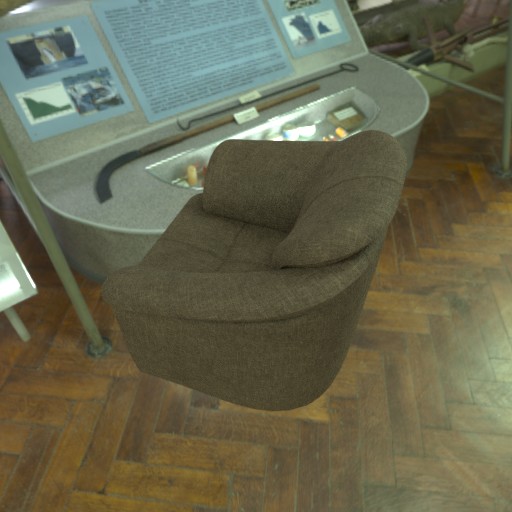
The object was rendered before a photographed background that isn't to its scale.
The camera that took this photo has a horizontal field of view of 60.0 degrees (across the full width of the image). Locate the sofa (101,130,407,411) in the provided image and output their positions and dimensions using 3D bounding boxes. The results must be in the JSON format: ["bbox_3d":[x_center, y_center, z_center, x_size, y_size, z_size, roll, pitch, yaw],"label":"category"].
[{"bbox_3d":[0.000,0.000,1.490,0.794,0.811,0.870,15,47,15],"label":"sofa"}]
